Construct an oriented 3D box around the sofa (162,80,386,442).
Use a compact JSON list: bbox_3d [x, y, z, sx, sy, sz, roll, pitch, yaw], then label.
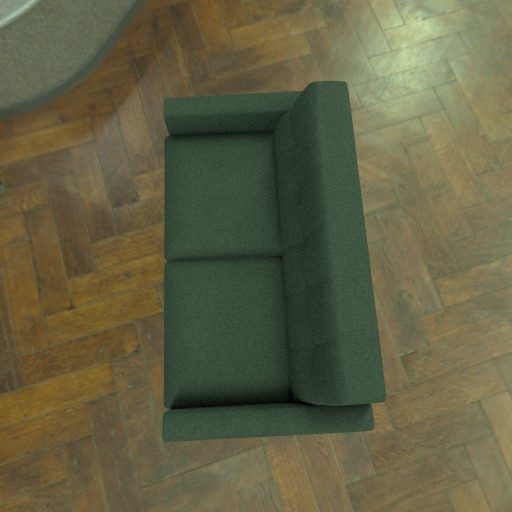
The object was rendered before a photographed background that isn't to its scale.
[{"bbox_3d":[0.000,0.000,2.173,0.909,0.841,1.631,-3,75,-1],"label":"sofa"}]
